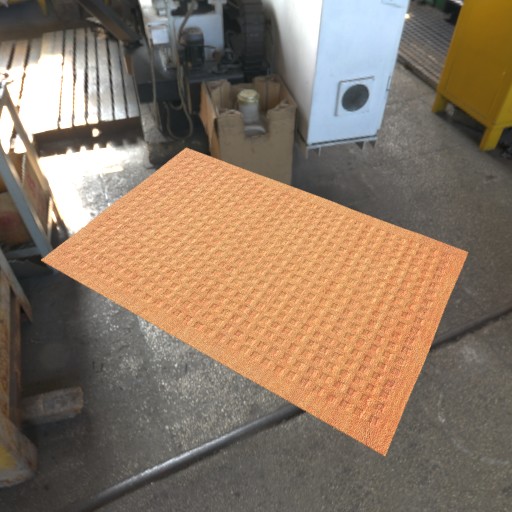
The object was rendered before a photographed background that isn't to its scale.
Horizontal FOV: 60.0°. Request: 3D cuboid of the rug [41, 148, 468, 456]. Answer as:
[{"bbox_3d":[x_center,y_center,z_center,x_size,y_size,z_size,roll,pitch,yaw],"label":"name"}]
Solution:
[{"bbox_3d":[0.000,0.000,2.159,1.747,0.006,1.143,24,51,21],"label":"rug"}]
